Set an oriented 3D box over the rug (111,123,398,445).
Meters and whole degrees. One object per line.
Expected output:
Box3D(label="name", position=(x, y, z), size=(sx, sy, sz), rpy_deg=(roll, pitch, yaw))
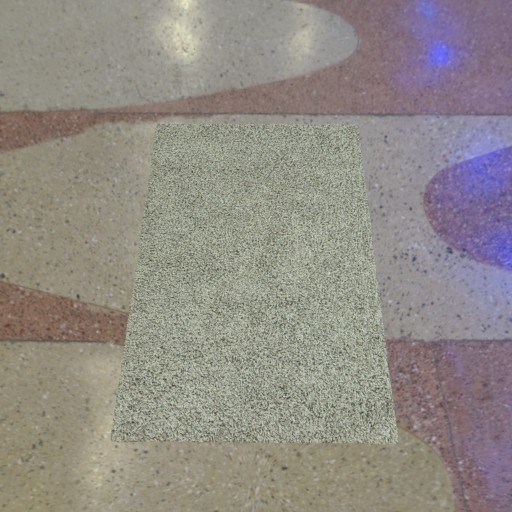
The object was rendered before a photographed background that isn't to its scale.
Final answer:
Box3D(label="rug", position=(0.000, 0.000, 2.277), size=(1.219, 0.030, 1.778), rpy_deg=(0, 63, 0))
